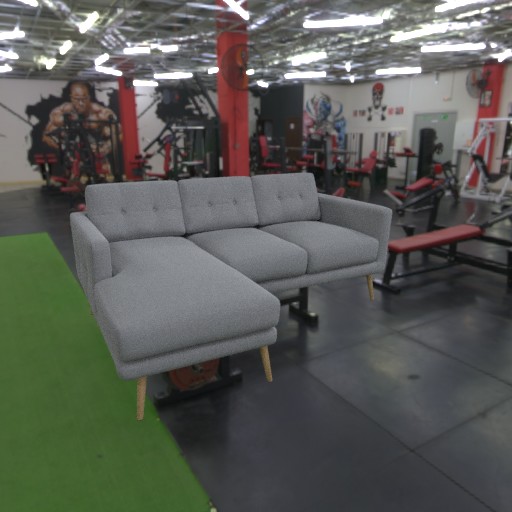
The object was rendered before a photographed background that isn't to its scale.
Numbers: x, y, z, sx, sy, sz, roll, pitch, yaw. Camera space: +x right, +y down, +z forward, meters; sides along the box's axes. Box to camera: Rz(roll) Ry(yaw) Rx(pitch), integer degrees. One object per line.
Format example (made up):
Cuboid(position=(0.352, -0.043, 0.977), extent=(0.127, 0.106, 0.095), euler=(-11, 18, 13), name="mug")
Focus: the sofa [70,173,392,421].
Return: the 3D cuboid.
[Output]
Cuboid(position=(0.000, 0.000, 2.801), extent=(2.040, 0.860, 1.530), euler=(-8, 18, -27), name="sofa")
